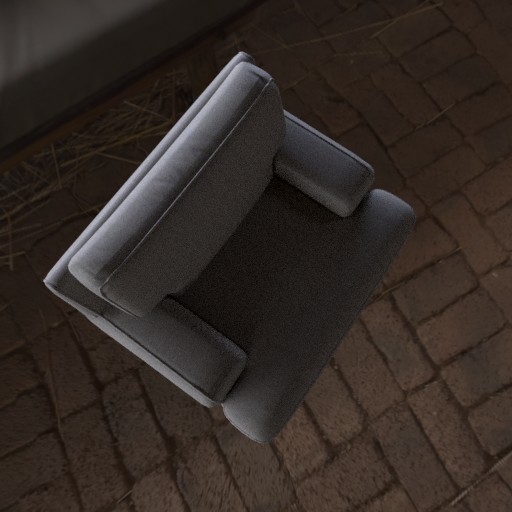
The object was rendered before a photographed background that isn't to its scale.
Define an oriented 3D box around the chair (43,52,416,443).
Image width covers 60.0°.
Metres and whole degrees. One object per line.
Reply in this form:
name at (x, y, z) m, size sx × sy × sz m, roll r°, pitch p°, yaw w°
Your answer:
chair at (0.000, 0.000, 1.952) m, size 1.043 × 0.974 × 1.270 m, roll 34°, pitch 77°, yaw 9°
